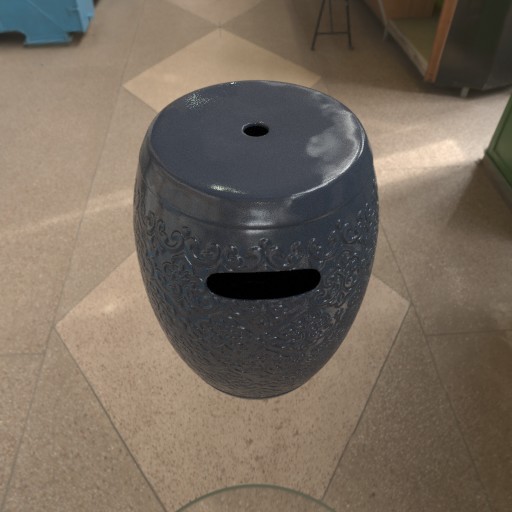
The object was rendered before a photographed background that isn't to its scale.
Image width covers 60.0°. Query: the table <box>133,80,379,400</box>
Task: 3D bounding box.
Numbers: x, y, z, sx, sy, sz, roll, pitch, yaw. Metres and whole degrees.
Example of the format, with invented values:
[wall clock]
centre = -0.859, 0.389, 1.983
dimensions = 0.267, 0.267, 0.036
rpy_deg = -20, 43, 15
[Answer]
[table]
centre = 0.000, 0.000, 0.612
dimensions = 0.309, 0.397, 0.309
rpy_deg = 0, 47, 0
